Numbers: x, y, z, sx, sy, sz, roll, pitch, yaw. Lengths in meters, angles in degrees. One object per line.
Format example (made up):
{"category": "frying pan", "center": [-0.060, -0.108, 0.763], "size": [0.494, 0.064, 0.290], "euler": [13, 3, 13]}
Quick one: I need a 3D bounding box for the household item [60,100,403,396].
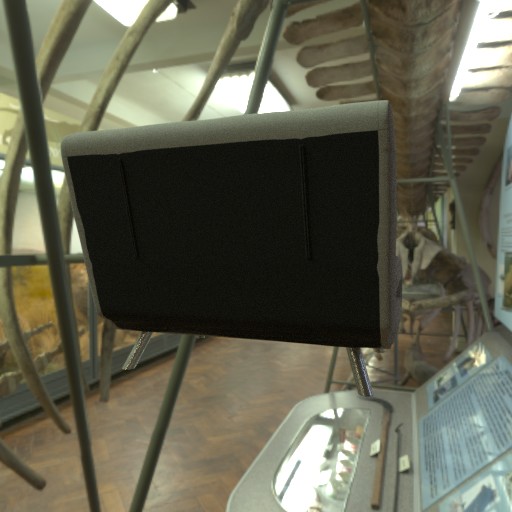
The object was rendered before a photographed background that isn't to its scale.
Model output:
{"category": "household item", "center": [0.000, 0.000, 1.614], "size": [1.000, 0.800, 0.874], "euler": [0, 1, 19]}
